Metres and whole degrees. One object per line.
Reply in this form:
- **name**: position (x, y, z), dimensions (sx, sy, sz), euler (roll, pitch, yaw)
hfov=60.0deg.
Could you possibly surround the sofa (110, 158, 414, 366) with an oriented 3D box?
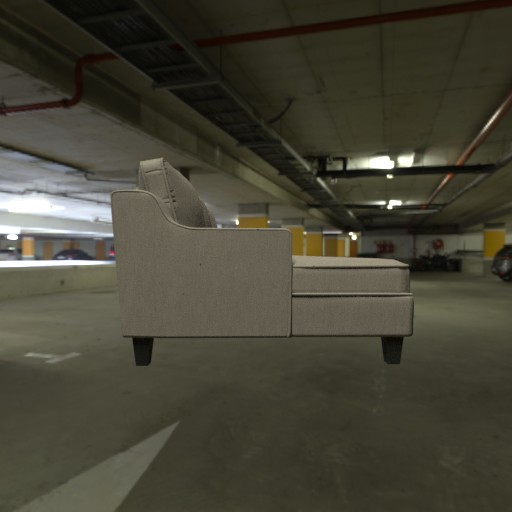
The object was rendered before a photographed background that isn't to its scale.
- **sofa**: position (0.000, 0.000, 3.134), dimensions (1.294, 0.928, 2.561), euler (0, 0, -1)
